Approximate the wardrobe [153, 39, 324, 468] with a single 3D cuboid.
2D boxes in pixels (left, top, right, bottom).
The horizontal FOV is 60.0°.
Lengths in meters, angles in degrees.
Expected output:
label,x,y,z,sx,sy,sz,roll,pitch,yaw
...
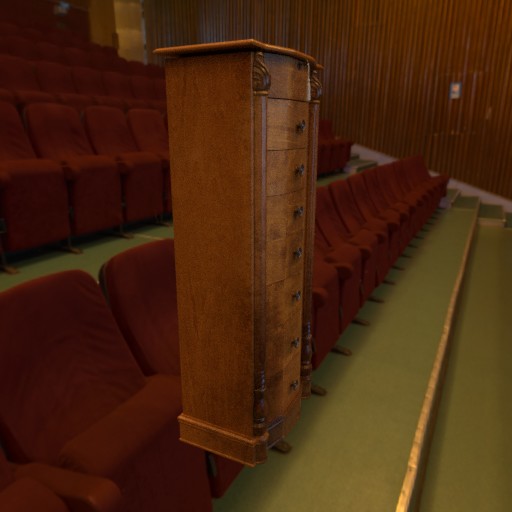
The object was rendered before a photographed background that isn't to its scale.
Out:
label,x,y,z,sx,sy,sz,roll,pitch,yaw
wardrobe,0.000,0.000,1.160,0.273,0.959,0.406,8,18,26
